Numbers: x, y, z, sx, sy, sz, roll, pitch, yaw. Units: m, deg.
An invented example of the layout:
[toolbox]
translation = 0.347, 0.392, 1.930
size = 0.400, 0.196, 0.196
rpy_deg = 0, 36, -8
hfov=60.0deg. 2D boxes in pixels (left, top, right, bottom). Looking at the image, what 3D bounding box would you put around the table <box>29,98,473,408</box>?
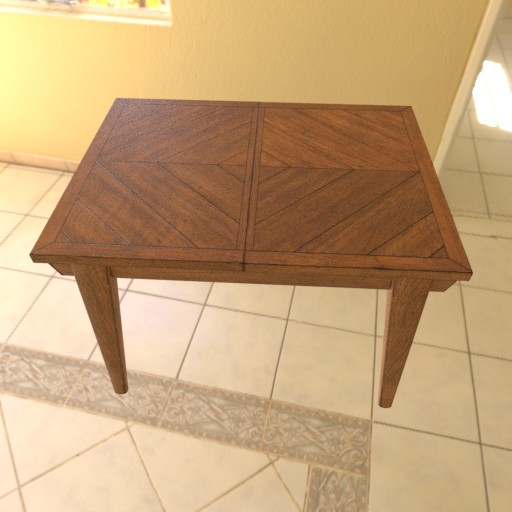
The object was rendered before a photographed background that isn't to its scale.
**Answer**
[table]
translation = 0.000, 0.000, 1.557
size = 1.027, 0.760, 0.757
rpy_deg = 2, 47, 2
